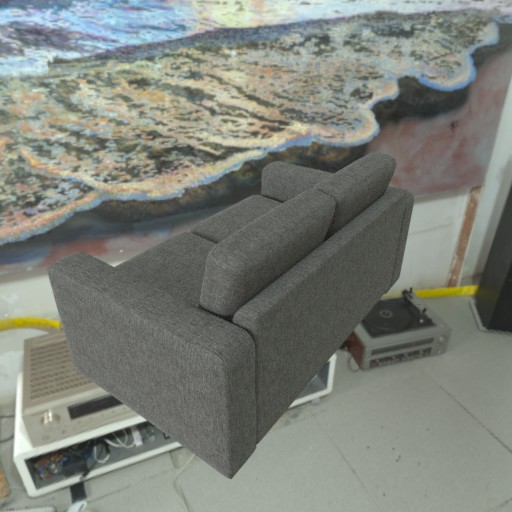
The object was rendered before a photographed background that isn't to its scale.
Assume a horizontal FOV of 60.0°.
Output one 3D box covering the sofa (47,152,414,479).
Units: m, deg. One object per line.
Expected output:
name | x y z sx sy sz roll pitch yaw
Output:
sofa | 0.000 0.000 2.004 0.900 0.800 1.520 20 36 31
